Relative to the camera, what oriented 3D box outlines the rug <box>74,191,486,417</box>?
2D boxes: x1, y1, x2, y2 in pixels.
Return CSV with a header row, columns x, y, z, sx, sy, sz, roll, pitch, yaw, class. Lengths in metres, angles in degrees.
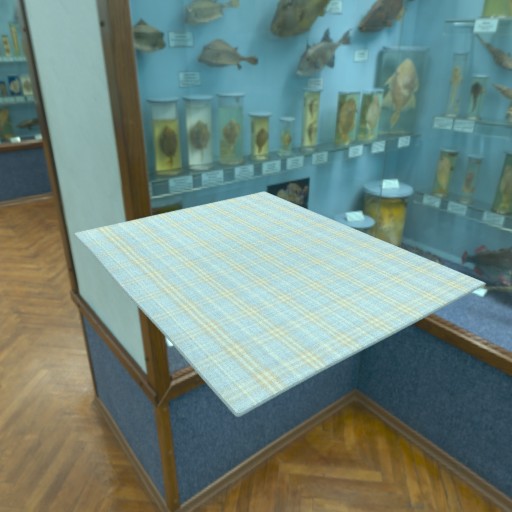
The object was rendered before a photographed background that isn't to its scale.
x,y,z,sx,sy,sz,roll,pitch,yaw,class
0.000,0.000,4.110,2.462,0.030,3.066,-17,31,-32,rug
